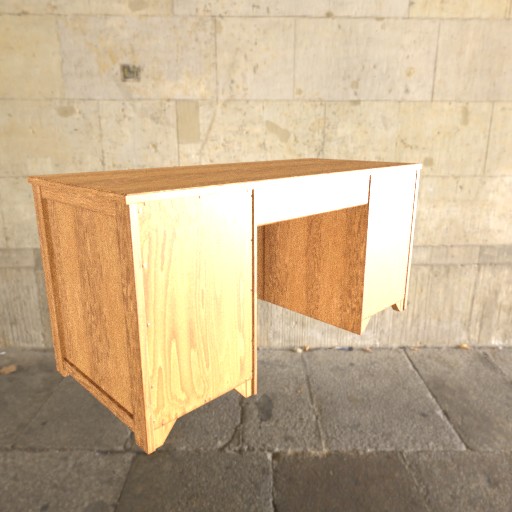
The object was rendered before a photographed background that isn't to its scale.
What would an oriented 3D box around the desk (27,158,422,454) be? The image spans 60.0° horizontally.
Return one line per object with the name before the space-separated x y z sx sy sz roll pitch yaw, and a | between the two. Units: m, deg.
desk | 0.000 0.000 1.935 1.567 0.751 0.685 -15 21 -43
